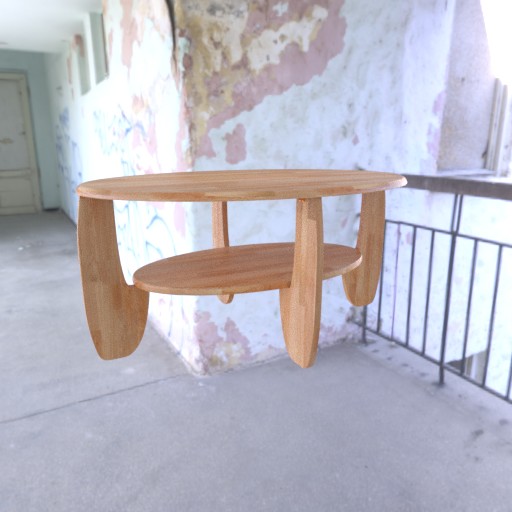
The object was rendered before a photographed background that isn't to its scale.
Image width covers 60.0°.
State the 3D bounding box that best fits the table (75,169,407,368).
[{"bbox_3d":[0.000,0.000,1.403,1.040,0.490,0.690,-8,17,-26],"label":"table"}]
